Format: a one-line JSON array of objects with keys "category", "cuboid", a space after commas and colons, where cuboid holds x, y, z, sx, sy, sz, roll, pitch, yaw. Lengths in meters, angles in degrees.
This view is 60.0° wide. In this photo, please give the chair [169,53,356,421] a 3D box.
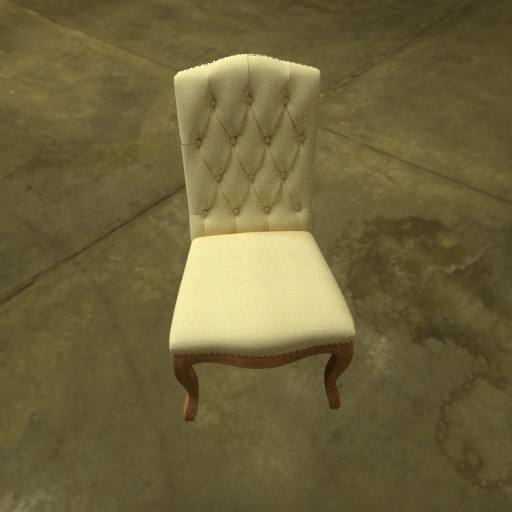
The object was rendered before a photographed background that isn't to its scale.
[{"category": "chair", "cuboid": [0.000, 0.000, 1.594, 0.623, 1.165, 0.715, -4, 46, -3]}]
